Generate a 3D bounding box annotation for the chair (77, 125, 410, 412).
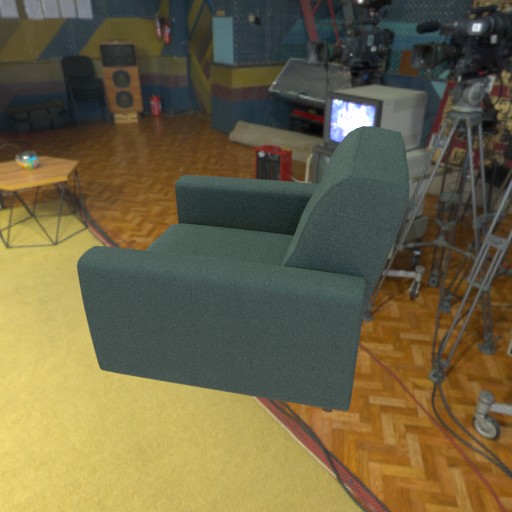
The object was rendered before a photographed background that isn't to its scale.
[{"bbox_3d":[0.000,0.000,1.575,0.909,0.841,0.831,7,29,13],"label":"chair"}]
